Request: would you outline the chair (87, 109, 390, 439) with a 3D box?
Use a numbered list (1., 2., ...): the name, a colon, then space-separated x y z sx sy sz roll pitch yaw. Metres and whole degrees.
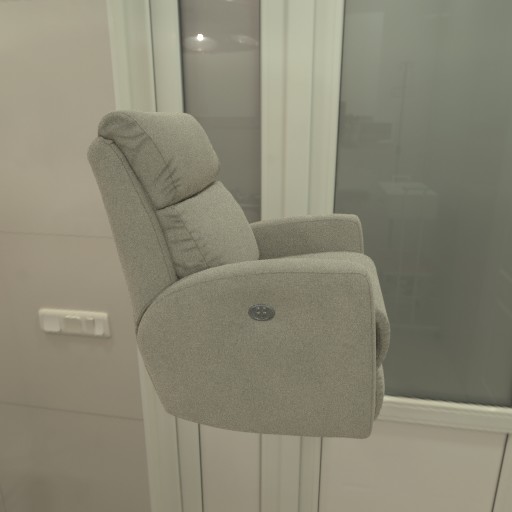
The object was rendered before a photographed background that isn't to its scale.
1. chair: 0.000 0.000 1.639 0.940 1.021 0.794 3 18 10
